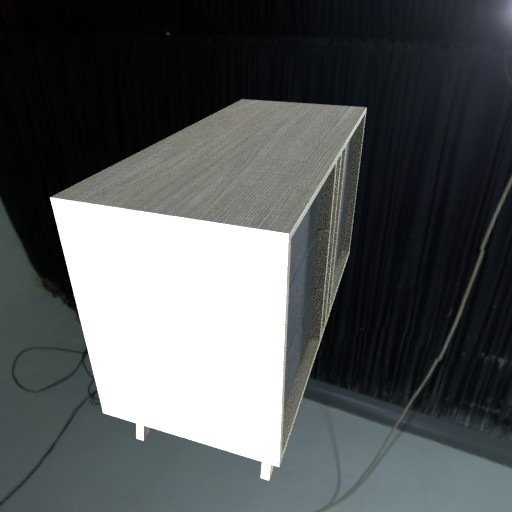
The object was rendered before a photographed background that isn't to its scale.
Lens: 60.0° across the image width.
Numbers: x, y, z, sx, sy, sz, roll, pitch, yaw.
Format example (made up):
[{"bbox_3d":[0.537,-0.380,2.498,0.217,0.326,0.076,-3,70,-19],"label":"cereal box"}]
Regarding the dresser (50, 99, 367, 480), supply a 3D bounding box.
[{"bbox_3d":[0.000,0.000,1.475,0.500,0.780,1.110,10,31,16],"label":"dresser"}]
